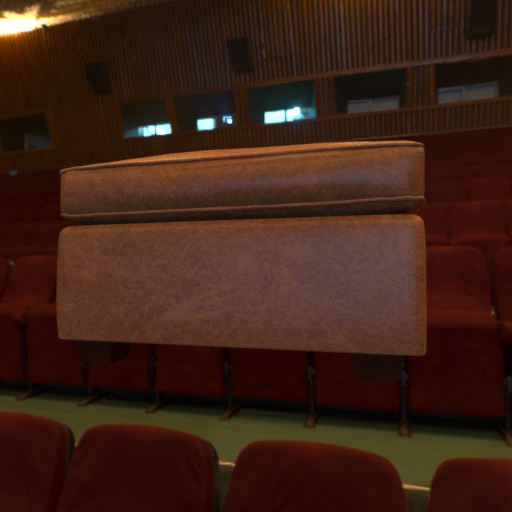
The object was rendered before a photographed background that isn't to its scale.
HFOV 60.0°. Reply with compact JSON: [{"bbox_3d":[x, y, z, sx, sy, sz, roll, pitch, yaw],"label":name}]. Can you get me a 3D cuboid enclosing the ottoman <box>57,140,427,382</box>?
[{"bbox_3d":[0.000,0.000,1.093,0.756,0.468,0.554,-1,-3,16],"label":"ottoman"}]
